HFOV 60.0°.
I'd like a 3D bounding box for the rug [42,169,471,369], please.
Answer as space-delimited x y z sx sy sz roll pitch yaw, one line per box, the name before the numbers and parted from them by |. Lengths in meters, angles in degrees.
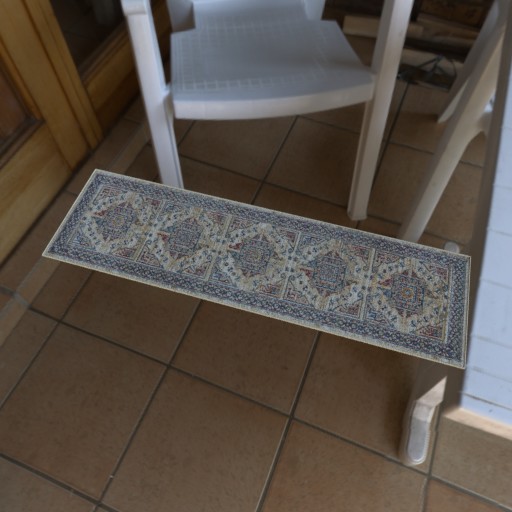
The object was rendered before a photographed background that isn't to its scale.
rug | 0.000 0.000 2.470 2.297 0.013 0.661 14 60 8
